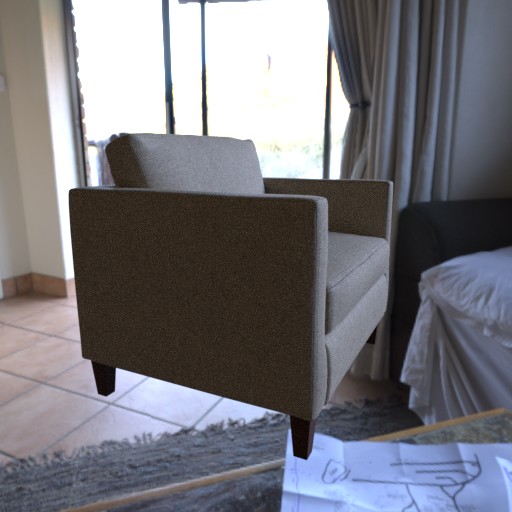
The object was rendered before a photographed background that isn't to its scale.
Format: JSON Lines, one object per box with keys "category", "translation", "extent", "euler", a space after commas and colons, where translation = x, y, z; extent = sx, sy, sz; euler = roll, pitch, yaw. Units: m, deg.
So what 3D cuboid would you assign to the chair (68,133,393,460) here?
{"category": "chair", "translation": [0.000, 0.000, 1.849], "extent": [0.959, 0.987, 1.107], "euler": [6, 14, 26]}
